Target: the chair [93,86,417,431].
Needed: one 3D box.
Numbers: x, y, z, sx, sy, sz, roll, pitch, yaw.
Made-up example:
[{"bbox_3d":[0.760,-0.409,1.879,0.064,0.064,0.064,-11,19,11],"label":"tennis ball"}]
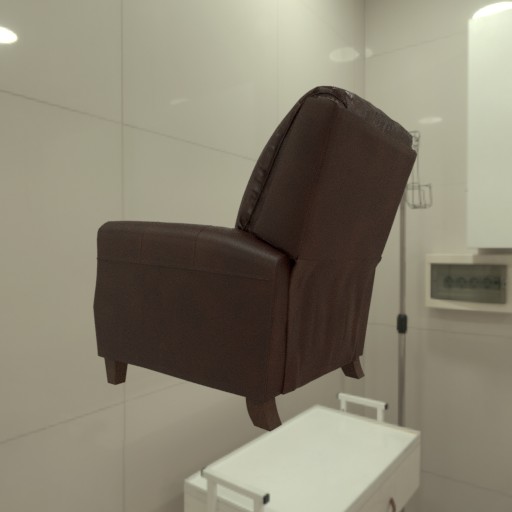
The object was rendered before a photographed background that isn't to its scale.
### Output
[{"bbox_3d":[0.000,0.000,1.763,1.089,1.022,0.826,0,1,36],"label":"chair"}]
